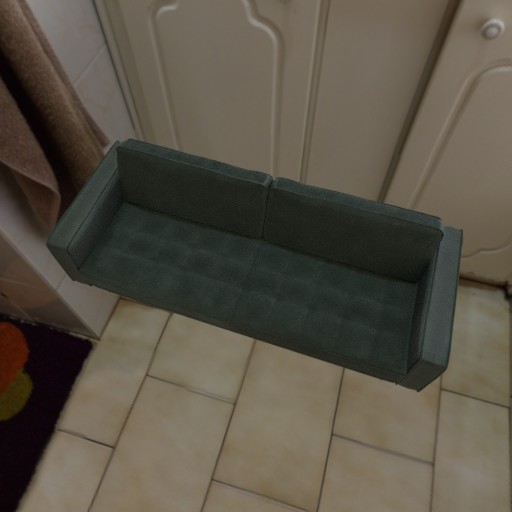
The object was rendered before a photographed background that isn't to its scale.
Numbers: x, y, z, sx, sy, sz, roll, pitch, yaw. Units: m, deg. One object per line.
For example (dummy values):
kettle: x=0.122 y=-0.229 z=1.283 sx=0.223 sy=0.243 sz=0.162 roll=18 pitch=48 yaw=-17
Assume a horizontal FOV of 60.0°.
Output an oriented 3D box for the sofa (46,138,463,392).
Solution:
sofa: x=0.000 y=0.000 z=2.624 sx=2.214 sy=0.781 sz=0.886 roll=16 pitch=60 yaw=10
